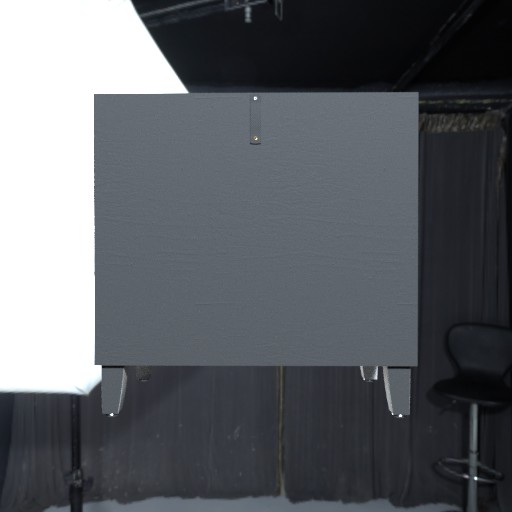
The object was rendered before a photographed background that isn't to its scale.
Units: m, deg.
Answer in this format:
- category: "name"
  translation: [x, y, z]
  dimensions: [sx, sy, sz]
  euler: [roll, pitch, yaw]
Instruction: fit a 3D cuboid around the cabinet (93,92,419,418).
- category: "cabinet"
  translation: [0.000, 0.000, 1.247]
  dimensions: [0.781, 0.787, 0.370]
  euler: [0, 1, 1]
